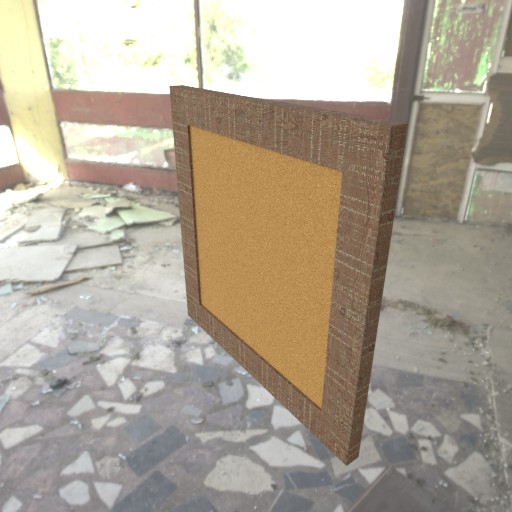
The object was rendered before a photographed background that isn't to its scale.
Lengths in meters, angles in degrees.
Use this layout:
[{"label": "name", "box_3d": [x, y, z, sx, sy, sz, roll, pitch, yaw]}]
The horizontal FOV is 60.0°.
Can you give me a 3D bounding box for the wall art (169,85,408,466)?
[{"label": "wall art", "box_3d": [0.000, 0.000, 0.792, 0.029, 0.531, 0.531, -18, 32, -32]}]
